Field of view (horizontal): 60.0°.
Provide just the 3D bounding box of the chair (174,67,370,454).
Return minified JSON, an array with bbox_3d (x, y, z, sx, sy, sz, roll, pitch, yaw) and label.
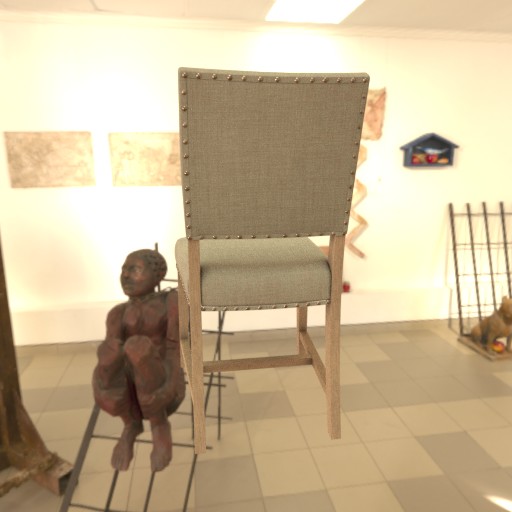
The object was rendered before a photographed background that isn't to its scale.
[{"bbox_3d":[0.000,0.000,1.370,0.508,0.986,0.622,-2,13,-9],"label":"chair"}]
